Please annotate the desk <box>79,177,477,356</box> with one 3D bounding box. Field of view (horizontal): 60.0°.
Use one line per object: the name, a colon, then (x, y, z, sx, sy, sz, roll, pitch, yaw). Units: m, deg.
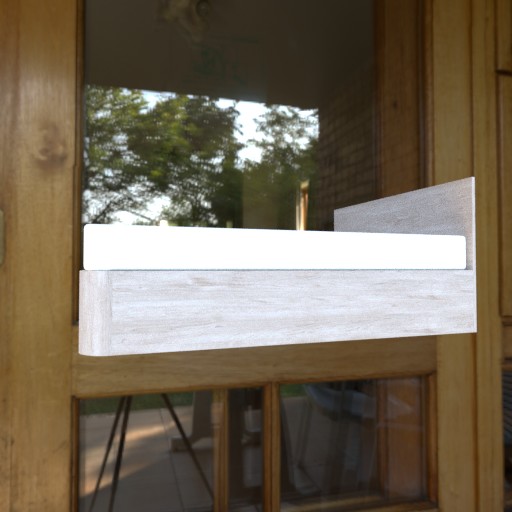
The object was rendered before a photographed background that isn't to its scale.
desk: (0.000, 0.000, 2.616, 1.900, 0.800, 1.400, 1, -2, -20)
